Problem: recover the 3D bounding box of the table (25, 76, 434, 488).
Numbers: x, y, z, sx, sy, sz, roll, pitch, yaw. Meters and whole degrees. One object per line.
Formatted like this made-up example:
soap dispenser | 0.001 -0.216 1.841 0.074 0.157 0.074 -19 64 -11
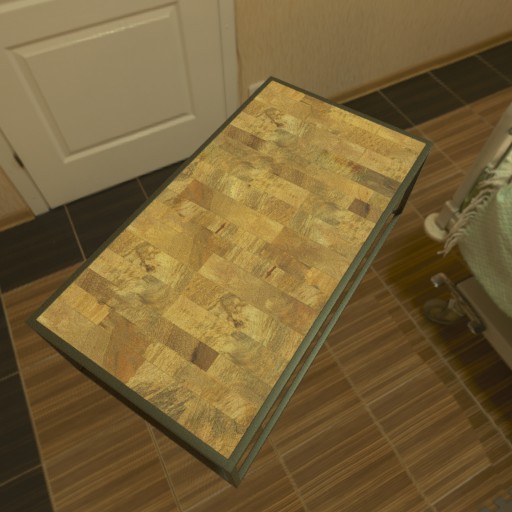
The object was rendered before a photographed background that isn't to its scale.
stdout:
table | 0.000 0.000 1.486 0.649 0.398 1.199 29 63 17
